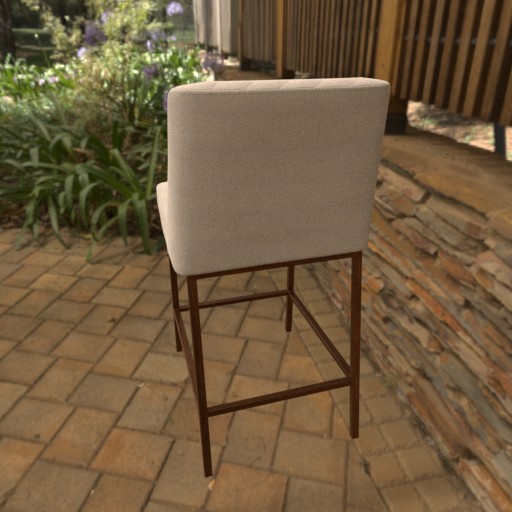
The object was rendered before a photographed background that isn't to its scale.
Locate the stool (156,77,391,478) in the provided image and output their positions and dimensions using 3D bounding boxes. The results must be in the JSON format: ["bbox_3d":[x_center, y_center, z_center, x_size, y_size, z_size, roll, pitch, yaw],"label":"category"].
[{"bbox_3d":[0.000,0.000,1.267,0.507,0.973,0.576,-8,27,-15],"label":"stool"}]
